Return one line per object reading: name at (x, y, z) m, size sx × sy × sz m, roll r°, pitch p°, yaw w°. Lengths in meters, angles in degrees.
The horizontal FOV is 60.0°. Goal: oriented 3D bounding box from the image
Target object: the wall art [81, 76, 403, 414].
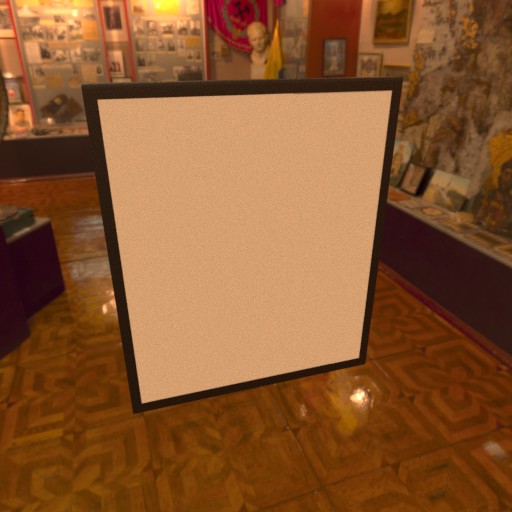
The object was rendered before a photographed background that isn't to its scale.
wall art at (0.000, 0.000, 0.688) m, size 0.430 × 0.509 × 0.021 m, roll -8°, pitch 27°, yaw -15°
